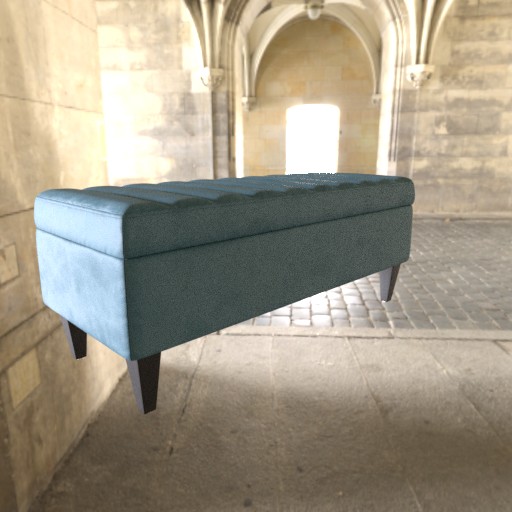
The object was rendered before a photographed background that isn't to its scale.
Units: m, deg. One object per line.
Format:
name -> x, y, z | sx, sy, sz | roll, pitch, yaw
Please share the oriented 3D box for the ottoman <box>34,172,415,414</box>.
ottoman -> 0.000, 0.000, 1.398 | 1.151, 0.469, 0.482 | -13, 19, -43
